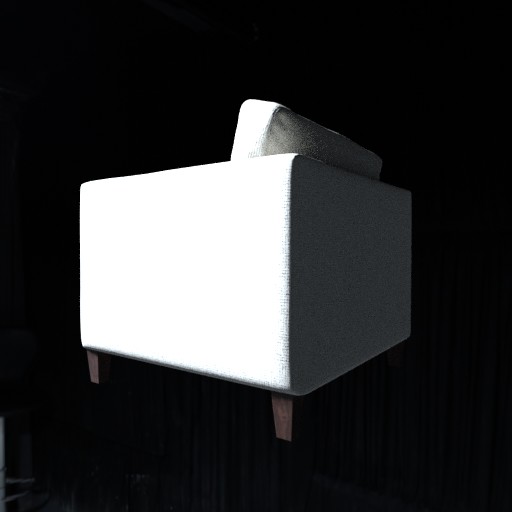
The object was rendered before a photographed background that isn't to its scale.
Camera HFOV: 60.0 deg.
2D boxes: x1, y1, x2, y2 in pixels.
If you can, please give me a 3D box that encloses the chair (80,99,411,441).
[{"bbox_3d":[0.000,0.000,1.746,0.959,0.919,0.996,1,2,36],"label":"chair"}]
